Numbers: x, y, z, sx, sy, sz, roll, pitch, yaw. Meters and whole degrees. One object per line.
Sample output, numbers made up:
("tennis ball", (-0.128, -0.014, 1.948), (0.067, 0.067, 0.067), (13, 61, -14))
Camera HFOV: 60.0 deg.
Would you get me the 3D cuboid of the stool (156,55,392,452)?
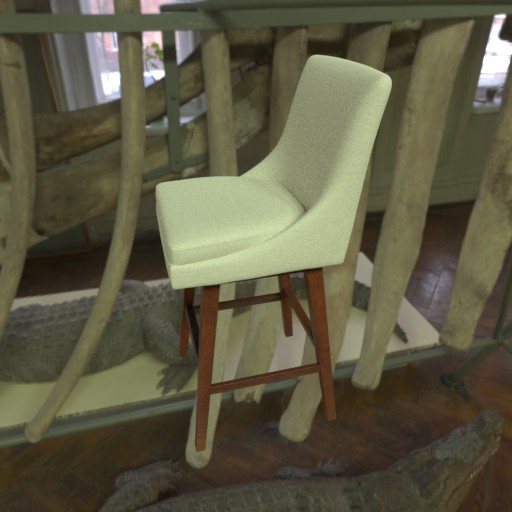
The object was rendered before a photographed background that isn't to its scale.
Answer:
("stool", (0.000, 0.000, 1.373), (0.559, 1.097, 0.470), (-8, 31, -13))
